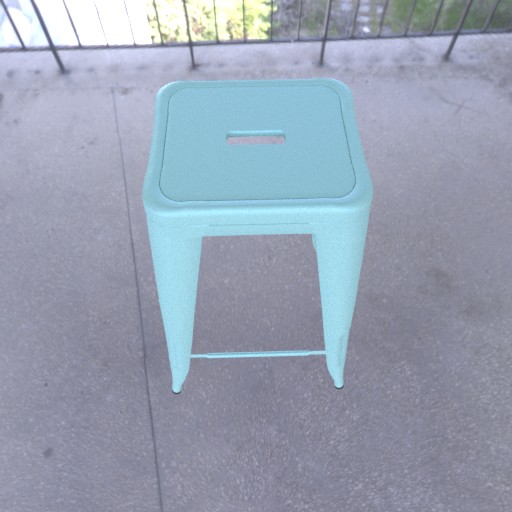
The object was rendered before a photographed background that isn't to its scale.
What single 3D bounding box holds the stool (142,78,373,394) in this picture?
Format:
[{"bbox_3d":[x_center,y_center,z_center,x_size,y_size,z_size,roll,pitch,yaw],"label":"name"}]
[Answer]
[{"bbox_3d":[0.000,0.000,0.858,0.399,0.609,0.359,-2,58,-1],"label":"stool"}]
